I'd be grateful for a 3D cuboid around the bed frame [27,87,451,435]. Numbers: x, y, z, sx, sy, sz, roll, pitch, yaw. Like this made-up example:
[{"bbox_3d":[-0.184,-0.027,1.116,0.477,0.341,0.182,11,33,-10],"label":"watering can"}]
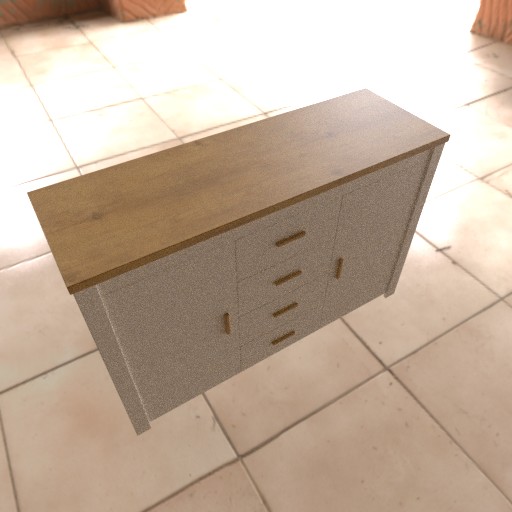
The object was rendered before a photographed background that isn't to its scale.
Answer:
[{"bbox_3d":[0.000,0.000,1.699,1.300,0.850,0.430,-24,50,-22],"label":"bed frame"}]
